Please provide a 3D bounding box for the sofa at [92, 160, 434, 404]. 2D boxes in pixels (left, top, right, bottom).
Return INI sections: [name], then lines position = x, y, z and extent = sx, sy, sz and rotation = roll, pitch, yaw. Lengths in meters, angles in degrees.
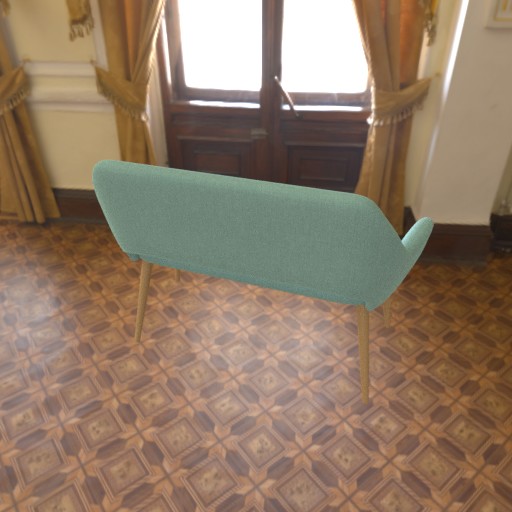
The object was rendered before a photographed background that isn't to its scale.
[sofa]
position = 0.000, 0.000, 1.626
extent = 1.150, 0.840, 0.610
rotation = 11, 34, 16
